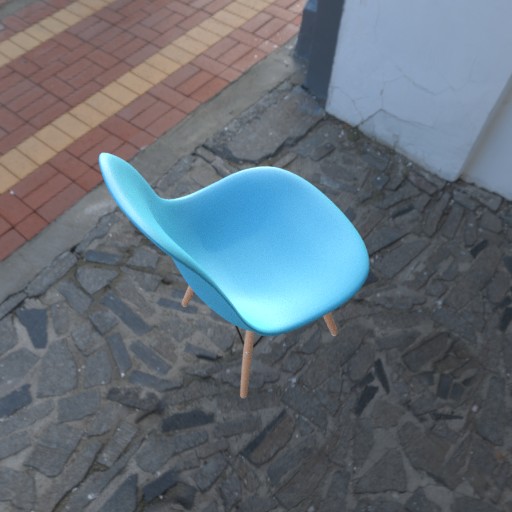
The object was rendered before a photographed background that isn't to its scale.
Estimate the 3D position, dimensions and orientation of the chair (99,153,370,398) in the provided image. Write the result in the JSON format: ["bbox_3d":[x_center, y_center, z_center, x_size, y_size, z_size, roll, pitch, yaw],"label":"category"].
[{"bbox_3d":[0.000,0.000,1.117,0.531,0.826,0.470,-30,63,-17],"label":"chair"}]
